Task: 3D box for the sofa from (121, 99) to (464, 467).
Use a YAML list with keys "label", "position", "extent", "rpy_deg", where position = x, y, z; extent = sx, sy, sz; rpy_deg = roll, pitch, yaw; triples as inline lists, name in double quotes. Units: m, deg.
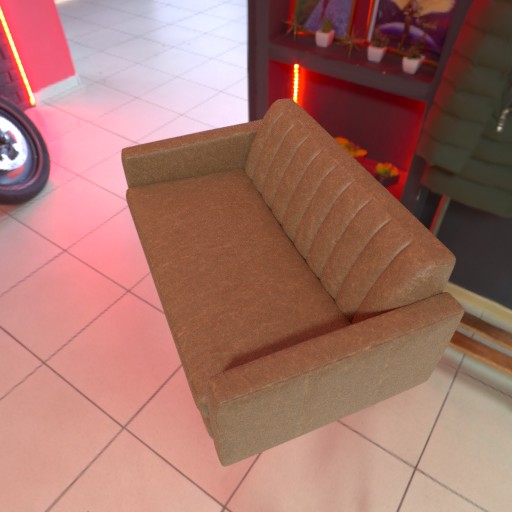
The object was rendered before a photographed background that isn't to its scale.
- label: "sofa"
  position: [0.000, 0.000, 2.071]
  extent: [0.960, 0.820, 1.549]
  rpy_deg: [-16, 47, -16]
